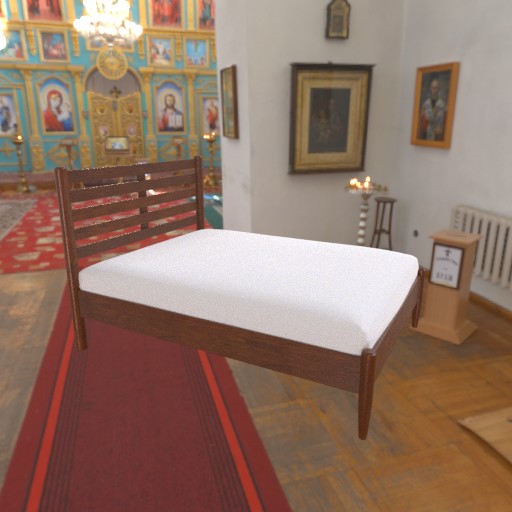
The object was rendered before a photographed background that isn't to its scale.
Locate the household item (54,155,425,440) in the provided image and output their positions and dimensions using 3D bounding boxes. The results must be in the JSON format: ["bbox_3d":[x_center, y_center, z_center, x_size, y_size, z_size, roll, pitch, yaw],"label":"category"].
[{"bbox_3d":[0.000,0.000,3.353,2.232,1.356,1.663,8,18,27],"label":"household item"}]
